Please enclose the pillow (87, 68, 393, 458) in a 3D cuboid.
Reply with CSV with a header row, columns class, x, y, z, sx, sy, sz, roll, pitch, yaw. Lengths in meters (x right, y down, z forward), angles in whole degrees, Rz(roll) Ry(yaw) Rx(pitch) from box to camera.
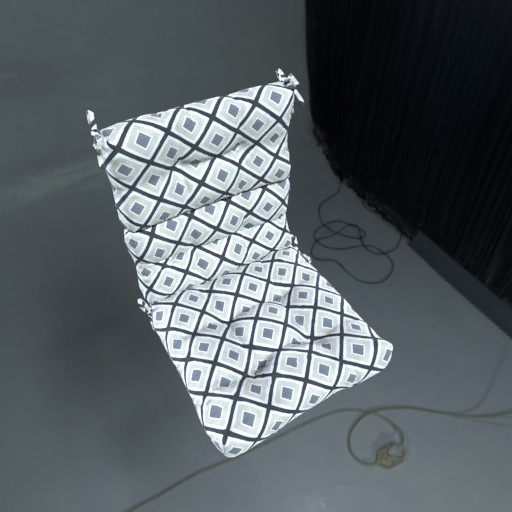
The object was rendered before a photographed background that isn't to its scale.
class,x,y,z,sx,sy,sz,roll,pitch,yaw
pillow,0.000,0.000,1.015,0.519,0.605,0.571,-23,50,-21
